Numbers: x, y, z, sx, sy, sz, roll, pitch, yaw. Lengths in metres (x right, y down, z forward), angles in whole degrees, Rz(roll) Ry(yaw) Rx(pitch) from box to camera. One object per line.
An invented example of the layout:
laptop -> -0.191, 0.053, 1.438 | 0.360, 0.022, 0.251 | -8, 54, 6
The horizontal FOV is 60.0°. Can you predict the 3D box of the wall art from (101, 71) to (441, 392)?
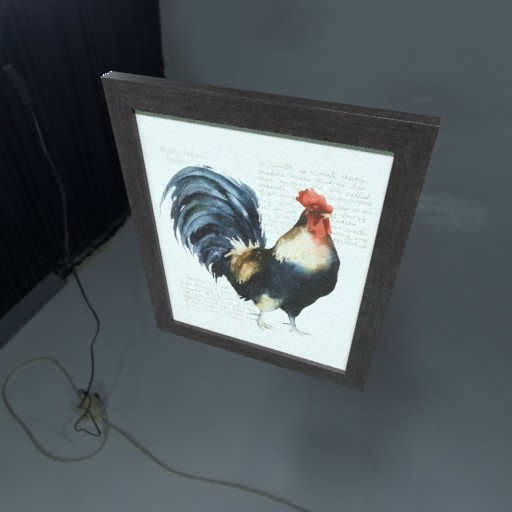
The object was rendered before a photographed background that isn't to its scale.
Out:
wall art -> 0.000, 0.000, 0.793 | 0.479, 0.580, 0.027 | 14, 43, 15
